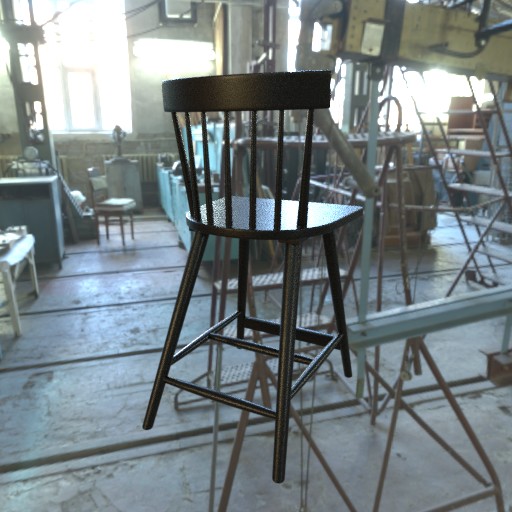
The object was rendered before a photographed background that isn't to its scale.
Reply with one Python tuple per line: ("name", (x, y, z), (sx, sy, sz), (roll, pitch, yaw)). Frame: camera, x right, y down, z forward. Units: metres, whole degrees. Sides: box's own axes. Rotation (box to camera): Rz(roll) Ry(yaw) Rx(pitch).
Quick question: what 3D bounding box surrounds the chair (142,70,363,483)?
("chair", (0.000, 0.000, 1.280), (0.483, 0.952, 0.572), (8, 18, 27))
